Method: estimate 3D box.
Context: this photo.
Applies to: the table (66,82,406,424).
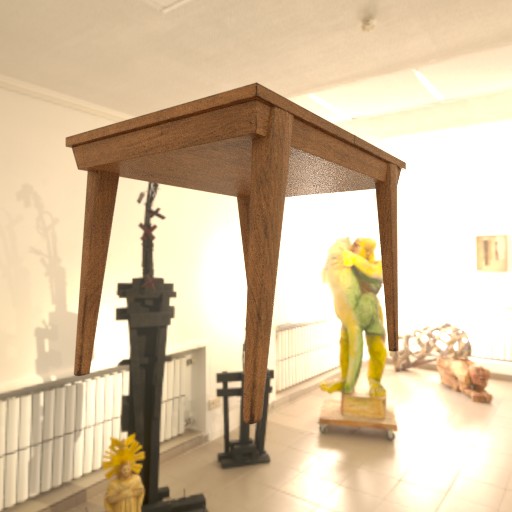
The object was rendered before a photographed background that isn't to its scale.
[{"bbox_3d":[0.000,0.000,1.607,0.757,0.760,1.027,0,0,36],"label":"table"}]
